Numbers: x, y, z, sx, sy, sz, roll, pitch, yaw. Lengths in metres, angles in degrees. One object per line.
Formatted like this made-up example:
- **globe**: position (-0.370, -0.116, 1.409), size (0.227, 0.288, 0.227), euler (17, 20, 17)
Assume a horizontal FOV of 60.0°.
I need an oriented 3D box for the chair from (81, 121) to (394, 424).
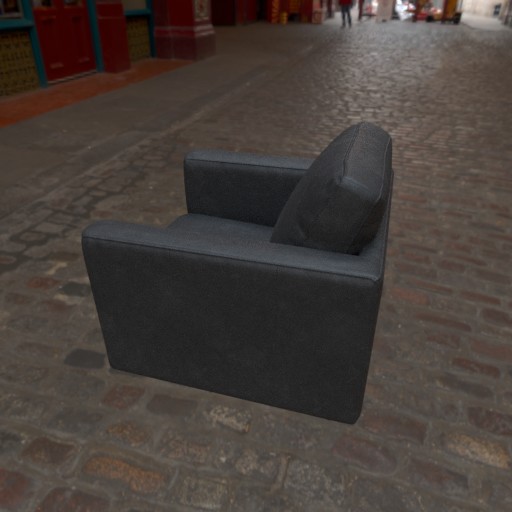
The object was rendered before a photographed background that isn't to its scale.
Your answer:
- **chair**: position (0.000, 0.000, 1.602), size (0.879, 0.898, 0.831), euler (9, 33, 14)
